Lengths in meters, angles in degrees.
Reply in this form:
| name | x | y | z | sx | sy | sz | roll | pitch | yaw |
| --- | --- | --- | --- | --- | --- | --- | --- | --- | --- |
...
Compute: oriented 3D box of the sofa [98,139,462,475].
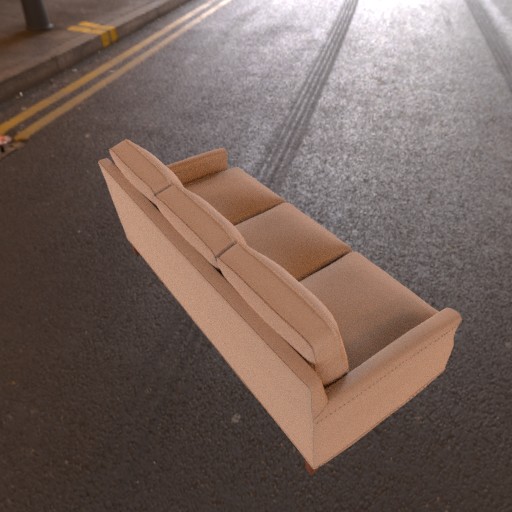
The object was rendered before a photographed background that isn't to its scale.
| name | x | y | z | sx | sy | sz | roll | pitch | yaw |
| --- | --- | --- | --- | --- | --- | --- | --- | --- | --- |
| sofa | 0.000 | 0.000 | 2.759 | 1.084 | 1.003 | 2.246 | -25 | 46 | -26 |
